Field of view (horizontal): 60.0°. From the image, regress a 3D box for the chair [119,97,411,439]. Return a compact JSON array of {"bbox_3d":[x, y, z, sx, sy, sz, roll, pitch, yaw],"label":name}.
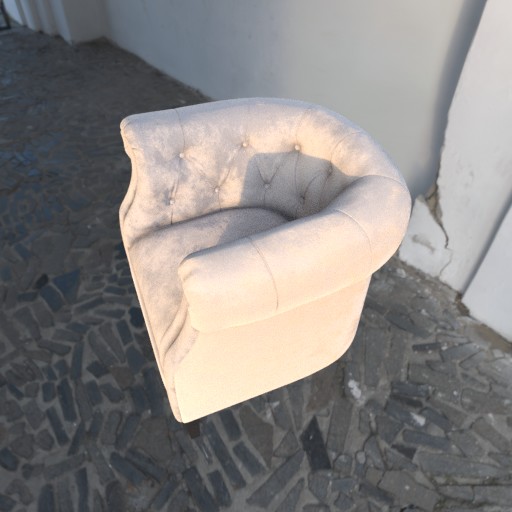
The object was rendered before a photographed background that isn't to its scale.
[{"bbox_3d":[0.000,0.000,1.571,0.851,0.826,0.904,-16,47,-16],"label":"chair"}]
